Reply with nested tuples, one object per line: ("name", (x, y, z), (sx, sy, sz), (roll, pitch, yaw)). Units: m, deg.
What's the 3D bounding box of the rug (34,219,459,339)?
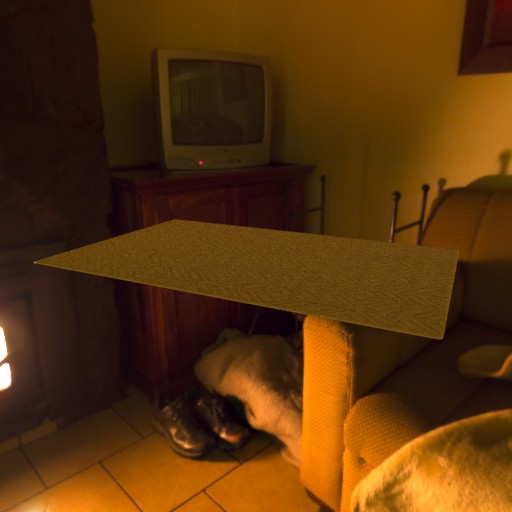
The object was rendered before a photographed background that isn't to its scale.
("rug", (0.000, 0.000, 2.975), (2.438, 0.008, 1.523), (8, 18, 25))
